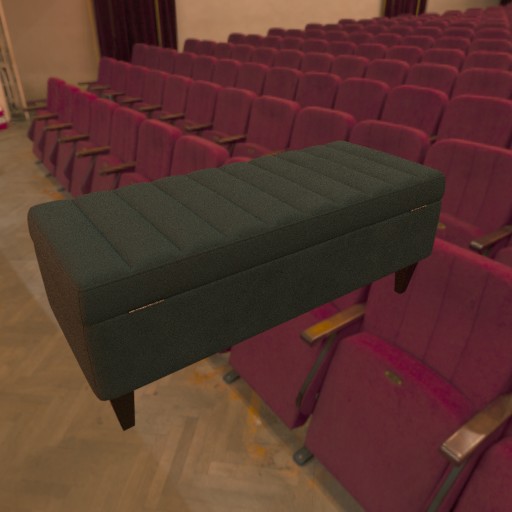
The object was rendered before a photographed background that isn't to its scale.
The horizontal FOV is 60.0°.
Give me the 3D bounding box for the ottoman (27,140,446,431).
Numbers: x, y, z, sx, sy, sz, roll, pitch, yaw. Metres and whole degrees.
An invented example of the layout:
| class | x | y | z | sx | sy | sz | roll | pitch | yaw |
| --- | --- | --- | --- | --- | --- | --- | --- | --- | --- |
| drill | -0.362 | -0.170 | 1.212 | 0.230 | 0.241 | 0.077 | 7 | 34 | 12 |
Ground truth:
| class | x | y | z | sx | sy | sz | roll | pitch | yaw |
| --- | --- | --- | --- | --- | --- | --- | --- | --- | --- |
| ottoman | 0.000 | 0.000 | 1.367 | 1.151 | 0.469 | 0.482 | -19 | 35 | -30 |
